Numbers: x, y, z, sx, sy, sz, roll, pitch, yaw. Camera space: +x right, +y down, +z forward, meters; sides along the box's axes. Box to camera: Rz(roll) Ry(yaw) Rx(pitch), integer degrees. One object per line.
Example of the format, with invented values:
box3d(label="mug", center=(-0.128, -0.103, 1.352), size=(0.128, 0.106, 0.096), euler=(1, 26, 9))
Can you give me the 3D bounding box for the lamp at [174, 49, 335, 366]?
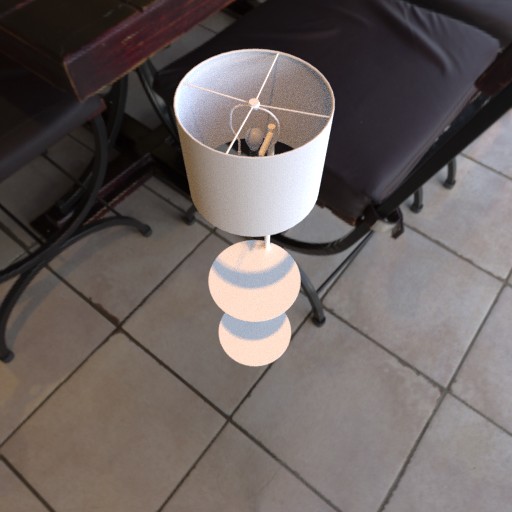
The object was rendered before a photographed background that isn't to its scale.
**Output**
box3d(label="lamp", center=(0.000, 0.000, 1.662), size=(0.372, 1.465, 0.405), euler=(17, 61, 10))
